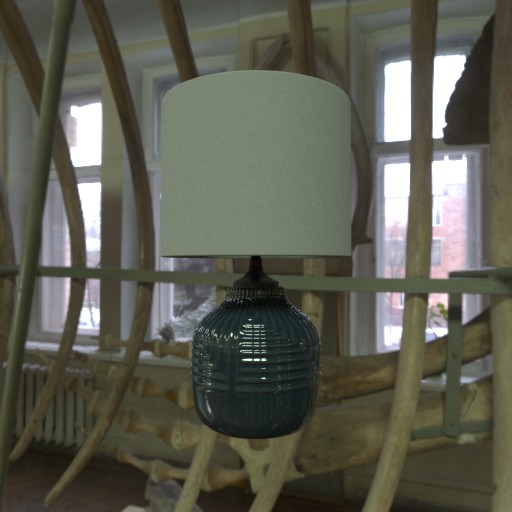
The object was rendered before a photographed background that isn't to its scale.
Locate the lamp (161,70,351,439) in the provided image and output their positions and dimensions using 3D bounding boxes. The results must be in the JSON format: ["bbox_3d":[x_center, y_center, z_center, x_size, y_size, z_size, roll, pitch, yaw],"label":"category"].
[{"bbox_3d":[0.000,0.000,0.755,0.318,0.567,0.318,0,-1,0],"label":"lamp"}]
